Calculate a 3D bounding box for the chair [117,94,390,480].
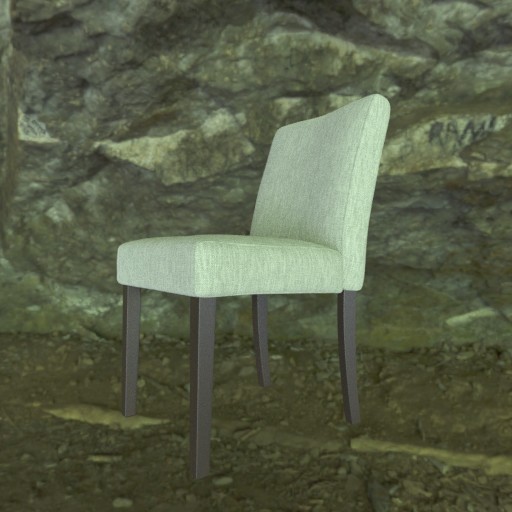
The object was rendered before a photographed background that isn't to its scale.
[{"bbox_3d":[0.000,0.000,1.224,0.629,0.884,0.487,0,1,-36],"label":"chair"}]
